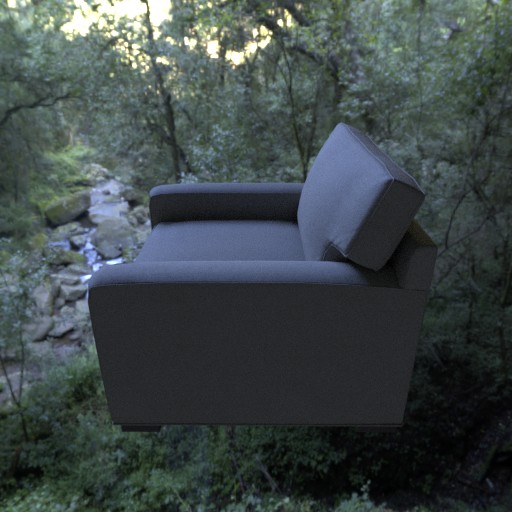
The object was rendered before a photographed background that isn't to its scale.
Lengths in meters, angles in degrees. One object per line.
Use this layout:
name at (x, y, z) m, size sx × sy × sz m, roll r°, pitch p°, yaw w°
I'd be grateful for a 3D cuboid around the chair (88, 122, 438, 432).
chair at (0.000, 0.000, 1.812) m, size 1.044 × 0.934 × 0.999 m, roll 0°, pitch 27°, yaw 0°
